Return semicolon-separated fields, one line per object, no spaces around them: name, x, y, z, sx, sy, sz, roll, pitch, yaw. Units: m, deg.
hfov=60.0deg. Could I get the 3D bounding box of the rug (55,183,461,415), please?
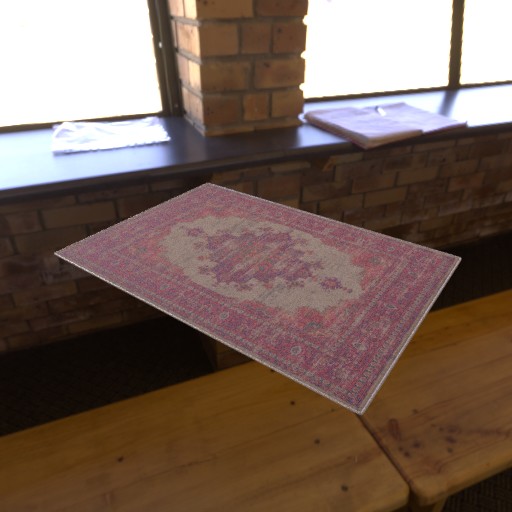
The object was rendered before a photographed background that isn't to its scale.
rug;0.000;0.000;3.803;2.878;0.014;2.005;21;37;30
